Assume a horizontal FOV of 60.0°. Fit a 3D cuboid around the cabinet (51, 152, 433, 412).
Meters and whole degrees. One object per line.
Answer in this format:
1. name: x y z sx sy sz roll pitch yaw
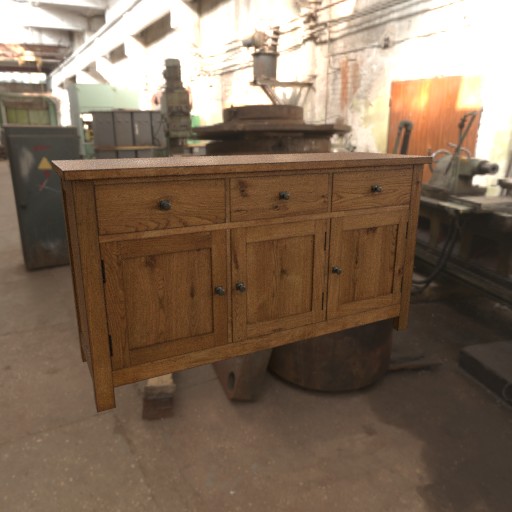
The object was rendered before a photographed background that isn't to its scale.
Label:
1. cabinet: 0.000 0.000 1.889 1.474 0.813 0.480 -8 18 -26
